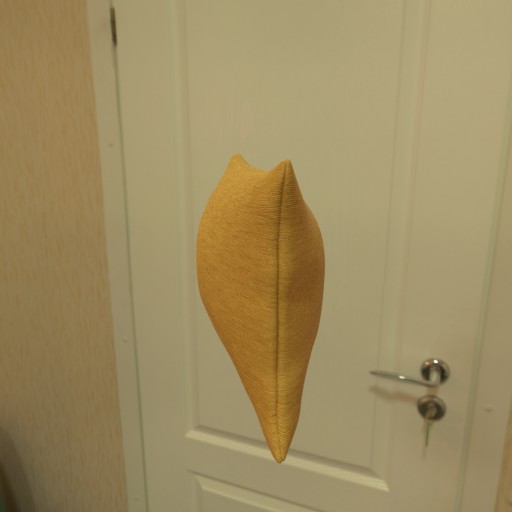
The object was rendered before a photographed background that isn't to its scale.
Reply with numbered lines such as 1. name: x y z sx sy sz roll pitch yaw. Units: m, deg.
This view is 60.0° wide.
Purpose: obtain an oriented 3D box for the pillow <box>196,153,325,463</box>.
1. pillow: 0.000 0.000 0.787 0.210 0.354 0.634 -2 14 -7
